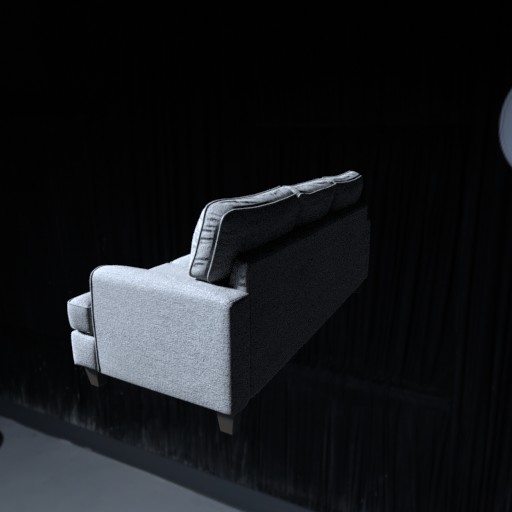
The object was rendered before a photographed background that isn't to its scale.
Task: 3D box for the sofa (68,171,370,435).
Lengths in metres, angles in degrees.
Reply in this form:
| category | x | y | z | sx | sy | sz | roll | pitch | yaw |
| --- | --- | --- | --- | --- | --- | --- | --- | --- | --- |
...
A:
| category | x | y | z | sx | sy | sz | roll | pitch | yaw |
| --- | --- | --- | --- | --- | --- | --- | --- | --- | --- |
| sofa | 0.000 | 0.000 | 2.794 | 0.951 | 0.965 | 2.158 | 8 | 16 | 27 |
